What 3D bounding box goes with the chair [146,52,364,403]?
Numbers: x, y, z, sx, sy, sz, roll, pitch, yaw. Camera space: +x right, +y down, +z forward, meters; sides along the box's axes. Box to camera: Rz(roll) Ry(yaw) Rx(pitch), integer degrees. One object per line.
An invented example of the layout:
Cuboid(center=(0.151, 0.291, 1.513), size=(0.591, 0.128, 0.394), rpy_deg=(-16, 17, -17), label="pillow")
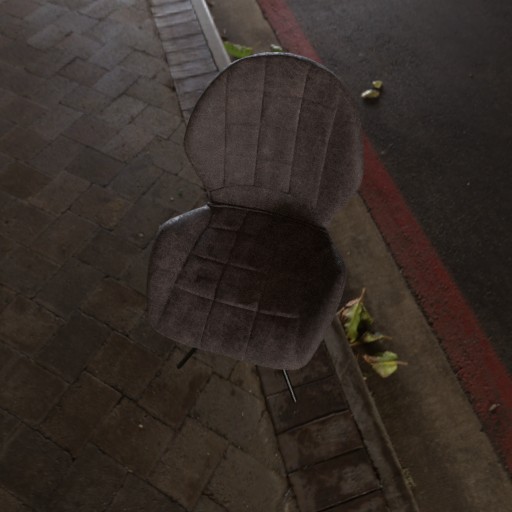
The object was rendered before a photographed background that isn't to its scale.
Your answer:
Cuboid(center=(0.000, 0.000, 1.319), size=(0.527, 0.934, 0.640), rpy_deg=(14, 59, 8), label="chair")
